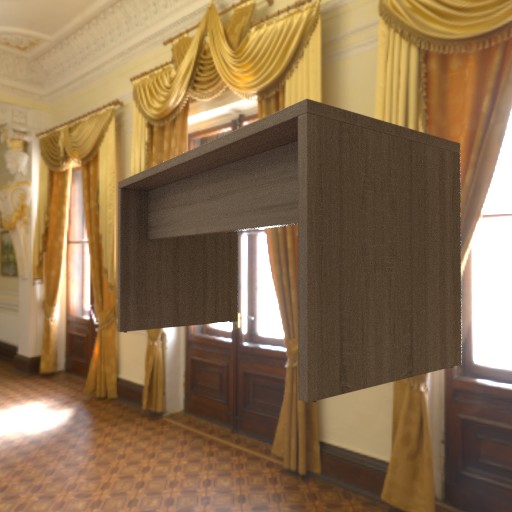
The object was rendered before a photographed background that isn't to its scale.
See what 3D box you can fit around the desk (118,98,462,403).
[{"bbox_3d":[0.000,0.000,1.835,0.690,0.745,1.380,1,-1,-36],"label":"desk"}]
